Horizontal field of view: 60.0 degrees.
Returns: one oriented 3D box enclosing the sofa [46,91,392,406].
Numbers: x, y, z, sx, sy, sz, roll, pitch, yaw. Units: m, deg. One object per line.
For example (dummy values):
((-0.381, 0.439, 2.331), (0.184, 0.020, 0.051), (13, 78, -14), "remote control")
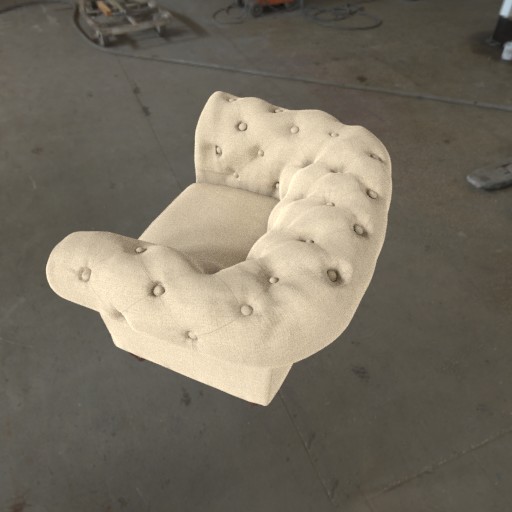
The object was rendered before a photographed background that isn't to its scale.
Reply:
((0.000, 0.000, 1.992), (1.034, 0.878, 1.405), (16, 47, 15), "sofa")
